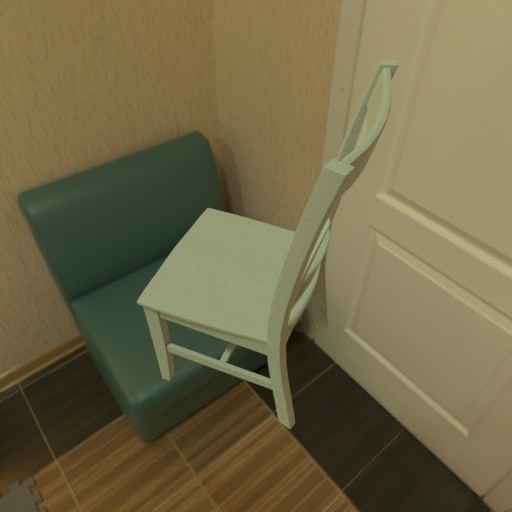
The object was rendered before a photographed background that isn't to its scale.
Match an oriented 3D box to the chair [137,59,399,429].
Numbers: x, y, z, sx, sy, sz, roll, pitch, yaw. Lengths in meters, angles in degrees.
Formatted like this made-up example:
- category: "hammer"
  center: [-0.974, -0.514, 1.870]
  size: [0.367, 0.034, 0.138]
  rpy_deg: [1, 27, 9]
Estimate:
- category: "chair"
  center: [0.000, 0.000, 1.252]
  size: [0.542, 0.983, 0.485]
  rpy_deg: [16, 47, 15]
